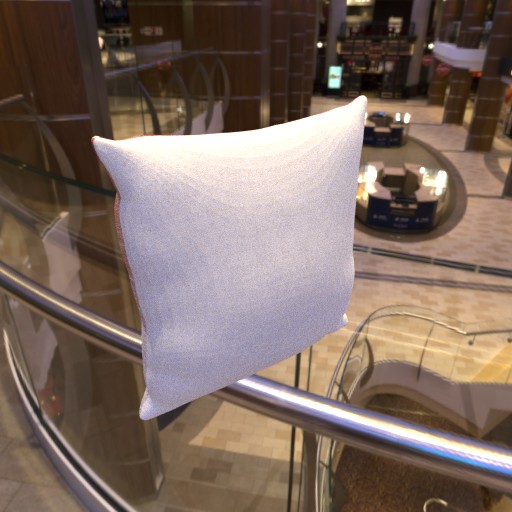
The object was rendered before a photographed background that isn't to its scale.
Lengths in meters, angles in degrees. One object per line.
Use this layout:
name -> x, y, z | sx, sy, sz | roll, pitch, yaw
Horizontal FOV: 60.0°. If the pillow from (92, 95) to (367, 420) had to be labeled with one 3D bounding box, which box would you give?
pillow -> 0.000, 0.000, 0.690 | 0.440, 0.441, 0.182 | -18, 33, -31
